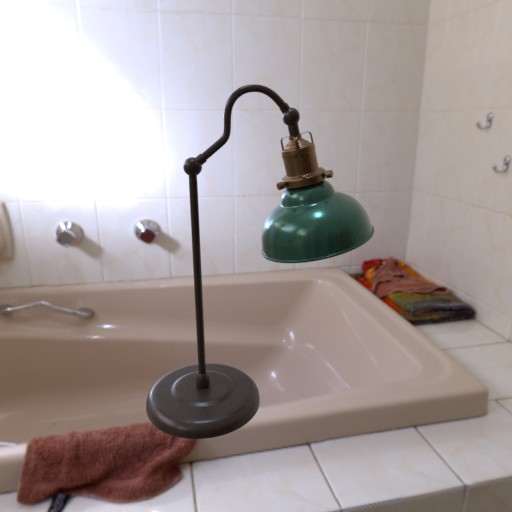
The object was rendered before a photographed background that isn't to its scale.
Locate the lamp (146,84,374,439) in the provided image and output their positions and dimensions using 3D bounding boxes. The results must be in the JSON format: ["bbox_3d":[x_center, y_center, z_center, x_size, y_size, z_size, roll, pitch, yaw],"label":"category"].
[{"bbox_3d":[0.000,0.000,0.701,0.374,0.508,0.192,-3,17,-10],"label":"lamp"}]
